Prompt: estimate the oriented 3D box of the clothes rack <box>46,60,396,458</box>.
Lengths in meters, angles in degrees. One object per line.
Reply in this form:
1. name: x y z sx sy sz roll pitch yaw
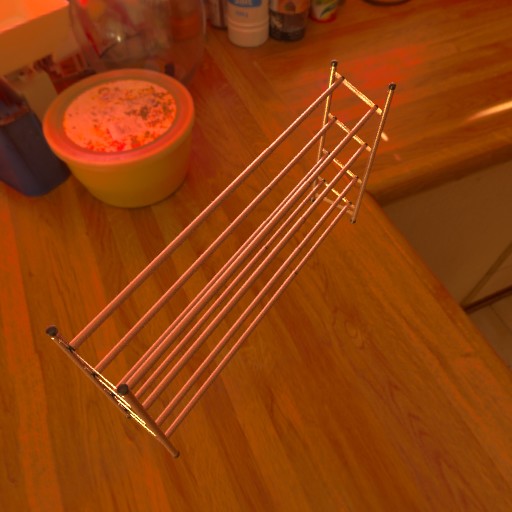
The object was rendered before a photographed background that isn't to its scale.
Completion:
1. clothes rack: 0.000 0.000 1.404 0.229 0.672 1.168 31 61 19
